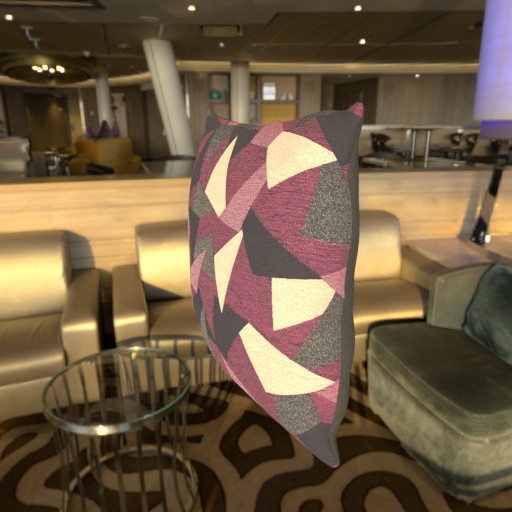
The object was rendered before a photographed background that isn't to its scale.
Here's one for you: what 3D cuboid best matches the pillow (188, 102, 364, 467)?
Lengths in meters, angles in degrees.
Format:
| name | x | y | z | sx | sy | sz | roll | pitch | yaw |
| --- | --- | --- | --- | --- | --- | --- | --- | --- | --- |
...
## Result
| name | x | y | z | sx | sy | sz | roll | pitch | yaw |
| --- | --- | --- | --- | --- | --- | --- | --- | --- | --- |
| pillow | 0.000 | 0.000 | 0.766 | 0.208 | 0.496 | 0.503 | -8 | 18 | -25 |
